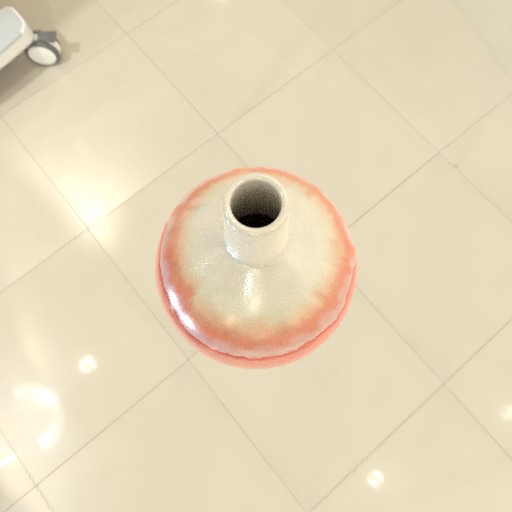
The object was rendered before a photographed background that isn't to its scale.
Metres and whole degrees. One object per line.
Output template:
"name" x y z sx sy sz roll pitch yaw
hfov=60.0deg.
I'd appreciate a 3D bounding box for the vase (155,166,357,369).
"vase" 0.000 0.000 0.278 0.137 0.176 0.137 0 75 0
